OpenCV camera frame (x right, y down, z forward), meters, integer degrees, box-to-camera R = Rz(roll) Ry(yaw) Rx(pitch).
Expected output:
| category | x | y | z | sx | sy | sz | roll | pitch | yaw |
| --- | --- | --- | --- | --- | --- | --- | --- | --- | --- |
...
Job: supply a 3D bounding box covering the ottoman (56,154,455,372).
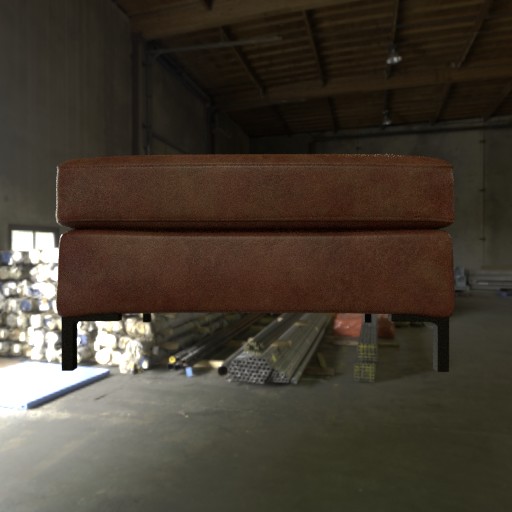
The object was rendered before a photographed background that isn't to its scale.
| category | x | y | z | sx | sy | sz | roll | pitch | yaw |
| --- | --- | --- | --- | --- | --- | --- | --- | --- | --- |
| ottoman | 0.000 | 0.000 | 1.758 | 1.186 | 0.667 | 0.965 | 0 | 0 | 1 |
